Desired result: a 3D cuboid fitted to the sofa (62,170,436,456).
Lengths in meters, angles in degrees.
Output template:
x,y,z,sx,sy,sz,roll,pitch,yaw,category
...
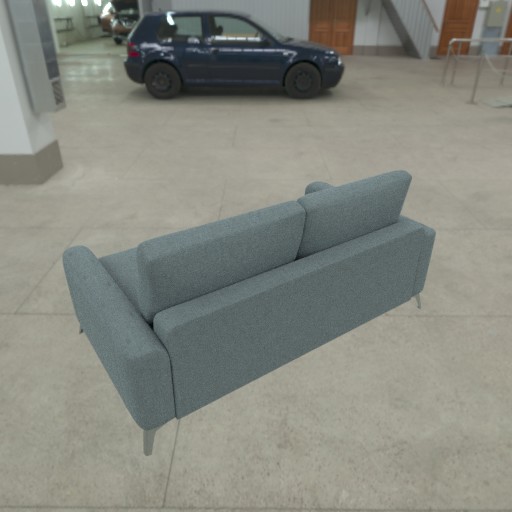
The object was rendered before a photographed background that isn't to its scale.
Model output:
x,y,z,sx,sy,sz,roll,pitch,yaw,category
0.000,0.000,2.200,1.650,0.790,0.920,-19,35,-30,sofa
